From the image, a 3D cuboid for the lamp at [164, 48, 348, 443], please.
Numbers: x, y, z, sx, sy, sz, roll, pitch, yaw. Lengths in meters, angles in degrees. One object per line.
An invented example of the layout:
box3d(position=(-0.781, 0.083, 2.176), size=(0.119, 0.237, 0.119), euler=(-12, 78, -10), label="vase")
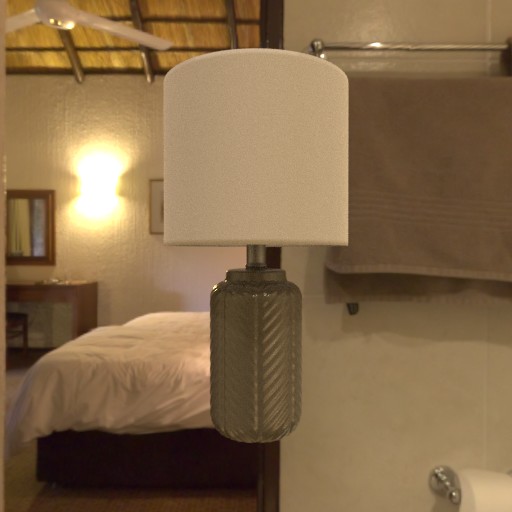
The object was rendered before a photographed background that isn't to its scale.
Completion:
box3d(position=(0.000, 0.000, 0.500), size=(0.203, 0.389, 0.203), euler=(0, 1, -36), label="lamp")
